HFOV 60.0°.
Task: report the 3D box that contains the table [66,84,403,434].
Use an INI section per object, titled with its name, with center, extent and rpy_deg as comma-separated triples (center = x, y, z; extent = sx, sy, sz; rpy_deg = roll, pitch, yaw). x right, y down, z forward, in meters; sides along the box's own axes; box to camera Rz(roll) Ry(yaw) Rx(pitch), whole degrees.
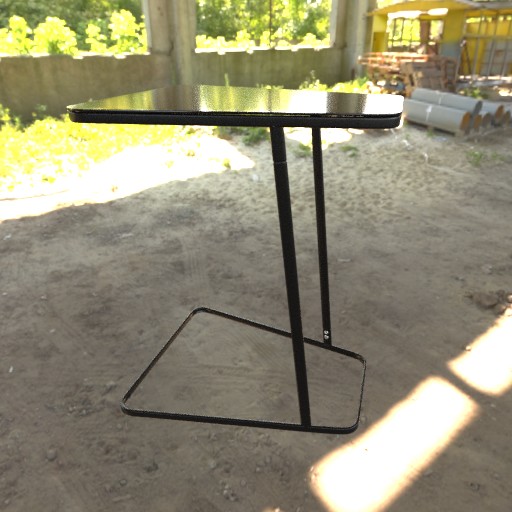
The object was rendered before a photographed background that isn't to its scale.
[table]
center = 0.000, 0.000, 0.923
extent = 0.500, 0.624, 0.427
rpy_deg = 8, 27, 15
